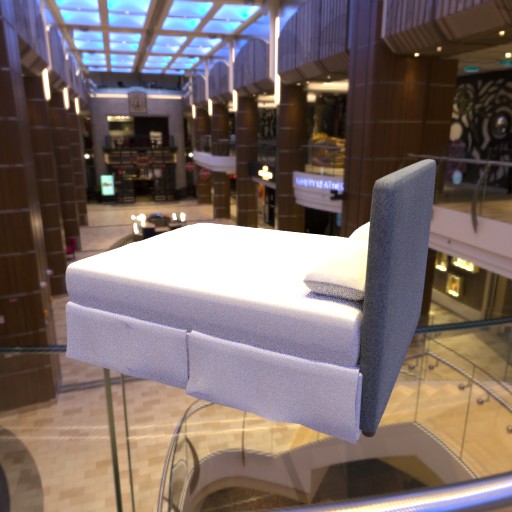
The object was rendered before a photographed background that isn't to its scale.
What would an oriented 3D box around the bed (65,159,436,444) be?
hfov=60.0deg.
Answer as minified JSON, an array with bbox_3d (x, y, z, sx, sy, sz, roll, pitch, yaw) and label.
[{"bbox_3d":[0.000,0.000,3.154,2.142,1.330,1.723,8,17,26],"label":"bed"}]
